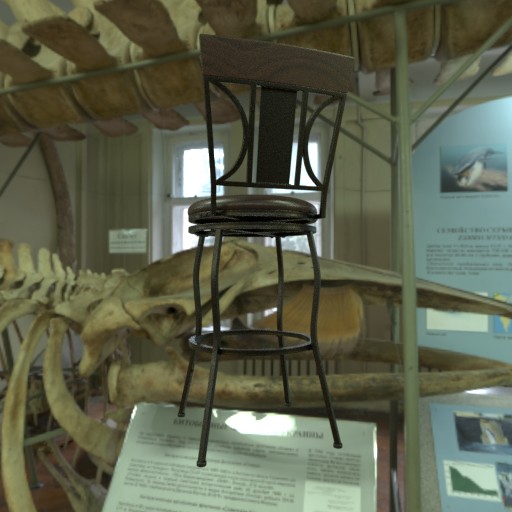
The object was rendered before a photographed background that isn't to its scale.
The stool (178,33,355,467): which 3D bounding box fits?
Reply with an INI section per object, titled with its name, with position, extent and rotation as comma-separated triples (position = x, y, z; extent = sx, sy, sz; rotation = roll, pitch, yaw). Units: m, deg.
[stool]
position = 0.000, 0.000, 1.413
extent = 0.448, 1.130, 0.513
rotation = 0, -1, -17
